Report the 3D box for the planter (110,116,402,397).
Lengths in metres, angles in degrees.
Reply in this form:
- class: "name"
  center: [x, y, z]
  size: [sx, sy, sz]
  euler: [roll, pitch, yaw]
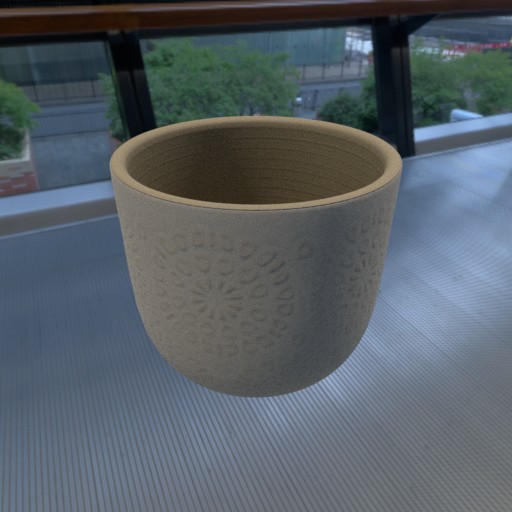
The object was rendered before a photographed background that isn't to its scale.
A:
- class: "planter"
  center: [0.000, 0.000, 0.223]
  size: [0.124, 0.109, 0.124]
  euler: [0, 31, 0]
